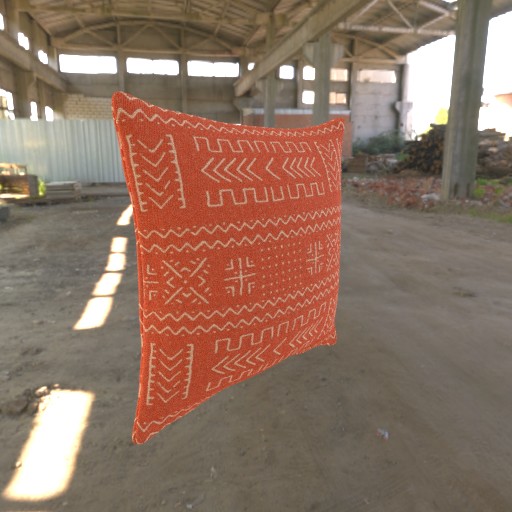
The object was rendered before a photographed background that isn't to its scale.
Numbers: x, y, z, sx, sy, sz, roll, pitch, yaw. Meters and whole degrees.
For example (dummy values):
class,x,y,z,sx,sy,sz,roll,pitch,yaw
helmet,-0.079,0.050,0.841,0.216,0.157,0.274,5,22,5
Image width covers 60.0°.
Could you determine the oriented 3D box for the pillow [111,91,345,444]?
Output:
class,x,y,z,sx,sy,sz,roll,pitch,yaw
pillow,0.000,0.000,0.668,0.164,0.429,0.438,12,18,44
